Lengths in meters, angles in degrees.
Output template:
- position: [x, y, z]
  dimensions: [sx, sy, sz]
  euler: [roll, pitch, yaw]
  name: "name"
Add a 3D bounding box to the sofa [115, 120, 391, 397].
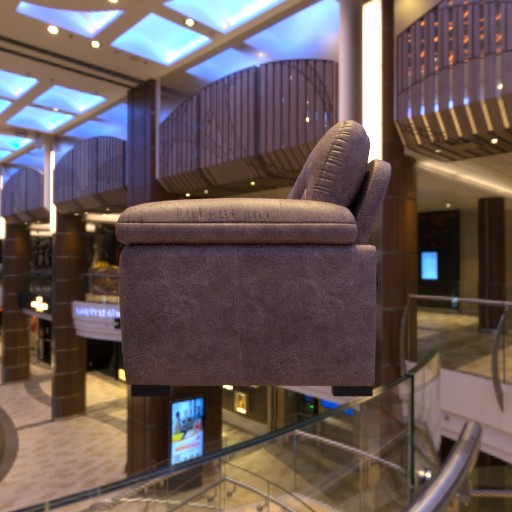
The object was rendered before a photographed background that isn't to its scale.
- position: [0.000, 0.000, 2.338]
  dimensions: [0.991, 0.991, 1.753]
  euler: [0, -1, 0]
  name: "sofa"
